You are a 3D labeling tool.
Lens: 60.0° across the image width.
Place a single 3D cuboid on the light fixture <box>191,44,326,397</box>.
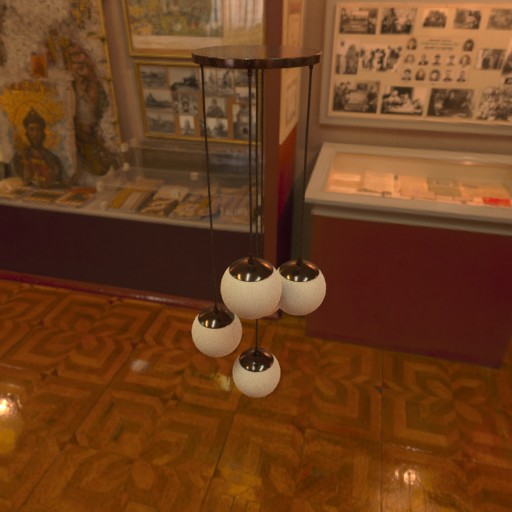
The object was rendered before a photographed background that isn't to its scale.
[{"bbox_3d":[0.000,0.000,1.504,0.484,1.271,0.489,8,32,14],"label":"light fixture"}]
